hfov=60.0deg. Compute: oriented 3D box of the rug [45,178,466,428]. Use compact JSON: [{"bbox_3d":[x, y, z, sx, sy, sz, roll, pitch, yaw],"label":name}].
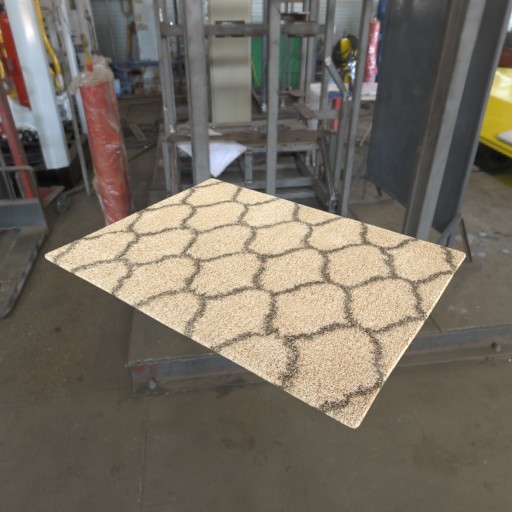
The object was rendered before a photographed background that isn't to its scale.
[{"bbox_3d":[0.000,0.000,2.094,1.600,0.025,1.200,21,37,30],"label":"rug"}]
